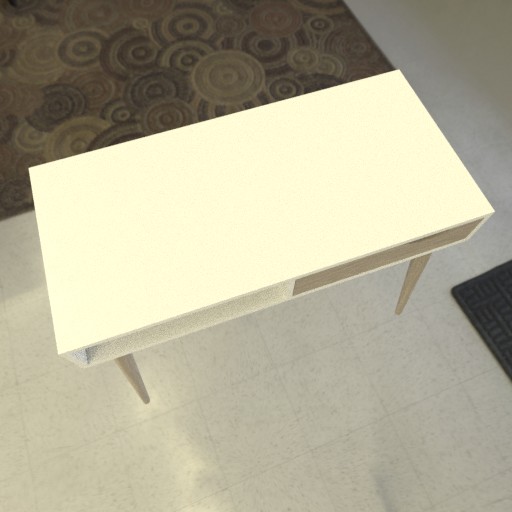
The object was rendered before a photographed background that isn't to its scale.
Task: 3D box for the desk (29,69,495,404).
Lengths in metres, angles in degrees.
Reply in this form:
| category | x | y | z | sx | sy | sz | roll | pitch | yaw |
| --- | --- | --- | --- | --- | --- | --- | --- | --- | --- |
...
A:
| category | x | y | z | sx | sy | sz | roll | pitch | yaw |
| --- | --- | --- | --- | --- | --- | --- | --- | --- | --- |
| desk | 0.000 | 0.000 | 1.352 | 0.979 | 0.723 | 0.491 | -18 | 66 | -8 |
